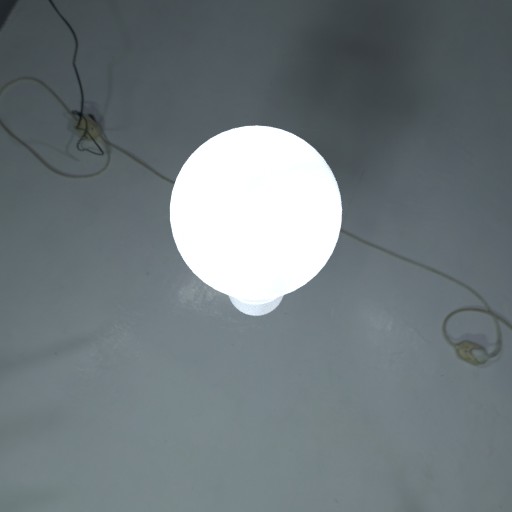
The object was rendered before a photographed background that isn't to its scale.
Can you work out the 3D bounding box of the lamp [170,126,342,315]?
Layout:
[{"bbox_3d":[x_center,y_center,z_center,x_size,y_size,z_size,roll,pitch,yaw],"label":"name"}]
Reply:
[{"bbox_3d":[0.000,0.000,0.560,0.153,0.480,0.153,0,77,0],"label":"lamp"}]
